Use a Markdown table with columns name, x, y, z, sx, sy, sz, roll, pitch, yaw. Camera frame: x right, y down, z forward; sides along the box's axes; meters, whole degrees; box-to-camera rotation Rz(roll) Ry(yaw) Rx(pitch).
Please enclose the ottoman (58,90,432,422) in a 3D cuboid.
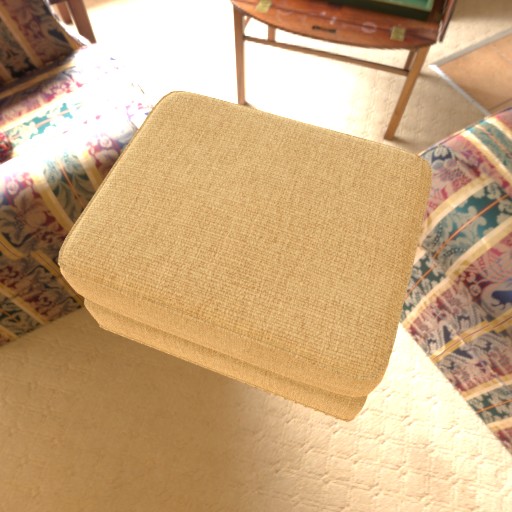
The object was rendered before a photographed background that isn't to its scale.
| name | x | y | z | sx | sy | sz | roll | pitch | yaw |
| --- | --- | --- | --- | --- | --- | --- | --- | --- | --- |
| ottoman | 0.000 | 0.000 | 1.160 | 0.738 | 0.537 | 0.589 | 18 | 64 | 10 |
